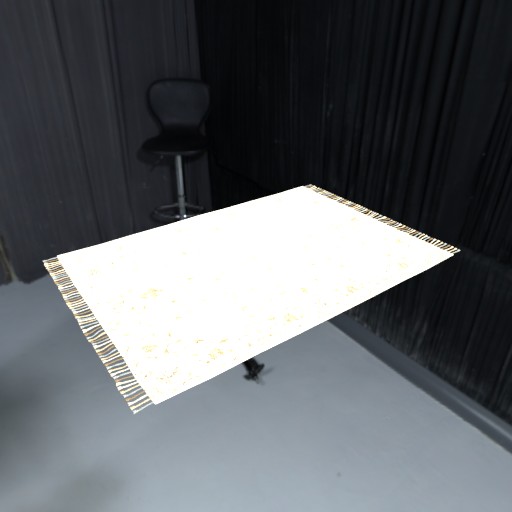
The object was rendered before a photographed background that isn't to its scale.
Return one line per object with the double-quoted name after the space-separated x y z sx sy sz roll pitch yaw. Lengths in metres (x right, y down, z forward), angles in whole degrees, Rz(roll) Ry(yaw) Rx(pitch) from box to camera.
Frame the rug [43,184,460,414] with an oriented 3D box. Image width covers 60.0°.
0.000 0.000 2.332 1.861 0.017 1.218 -20 36 -30 "rug"
